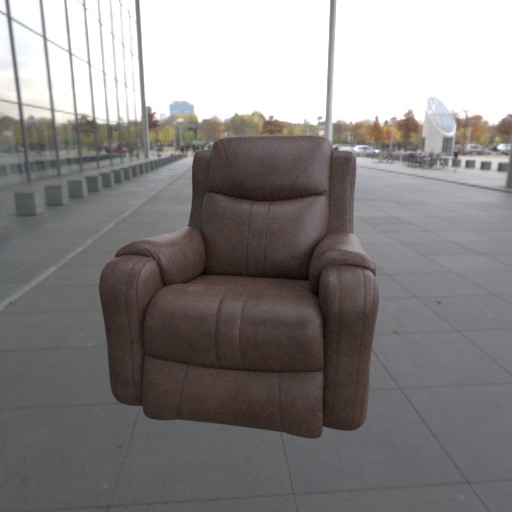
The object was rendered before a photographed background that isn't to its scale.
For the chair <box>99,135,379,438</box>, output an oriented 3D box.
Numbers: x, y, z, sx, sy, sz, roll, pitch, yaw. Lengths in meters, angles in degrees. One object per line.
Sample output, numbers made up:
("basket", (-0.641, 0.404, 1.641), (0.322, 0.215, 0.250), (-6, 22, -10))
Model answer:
("chair", (0.000, 0.000, 1.854), (0.940, 0.990, 1.067), (3, 14, 11))
